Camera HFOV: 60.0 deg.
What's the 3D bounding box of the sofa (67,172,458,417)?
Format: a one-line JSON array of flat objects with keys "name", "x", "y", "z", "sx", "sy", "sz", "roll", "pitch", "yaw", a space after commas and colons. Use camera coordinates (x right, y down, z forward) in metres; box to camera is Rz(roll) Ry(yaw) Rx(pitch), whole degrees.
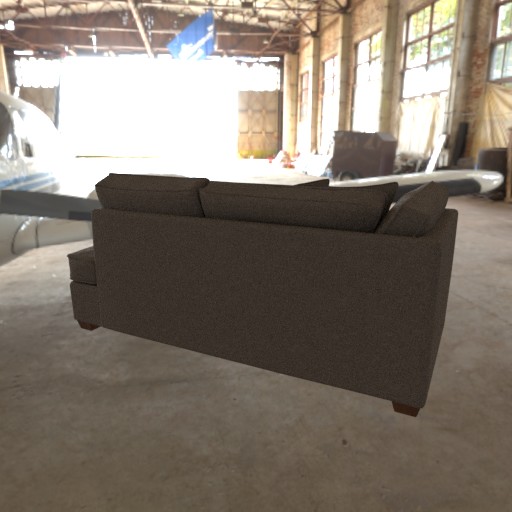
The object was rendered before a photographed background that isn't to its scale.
[{"name": "sofa", "x": 0.000, "y": 0.000, "z": 2.811, "sx": 2.237, "sy": 1.033, "sz": 1.110, "roll": 7, "pitch": 16, "yaw": 27}]
